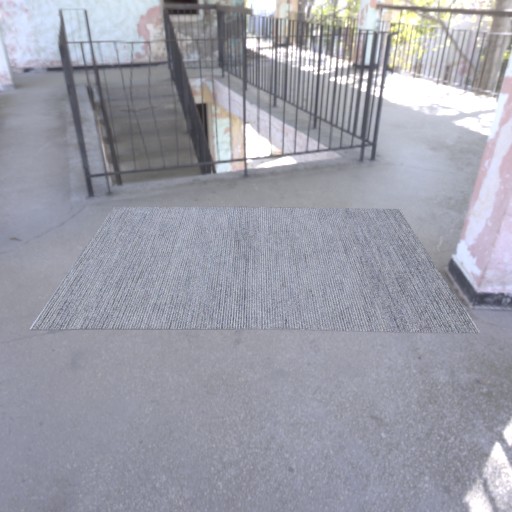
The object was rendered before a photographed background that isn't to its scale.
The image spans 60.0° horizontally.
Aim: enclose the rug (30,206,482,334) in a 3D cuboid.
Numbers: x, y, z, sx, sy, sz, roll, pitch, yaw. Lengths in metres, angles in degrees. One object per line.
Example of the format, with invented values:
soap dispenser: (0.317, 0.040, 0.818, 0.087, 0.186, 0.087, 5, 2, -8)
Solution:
rug: (0.000, 0.000, 2.243, 1.789, 0.021, 1.159, 0, 31, 1)
